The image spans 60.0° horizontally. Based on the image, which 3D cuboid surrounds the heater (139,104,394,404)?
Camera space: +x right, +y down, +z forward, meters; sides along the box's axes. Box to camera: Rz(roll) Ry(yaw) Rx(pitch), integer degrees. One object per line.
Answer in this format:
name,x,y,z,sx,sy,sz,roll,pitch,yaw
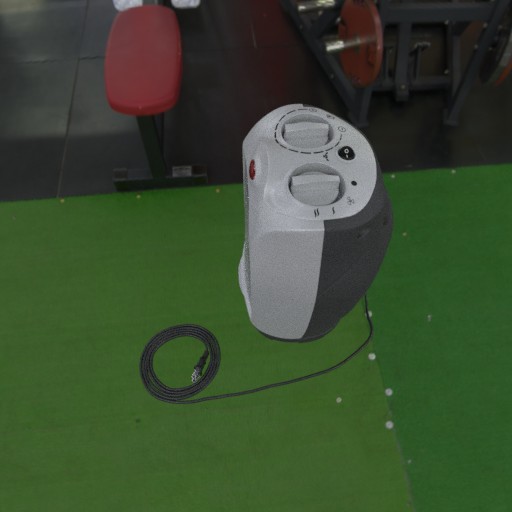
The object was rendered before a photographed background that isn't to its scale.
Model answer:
heater,0.000,0.000,0.472,0.291,0.255,0.239,-3,59,-2
